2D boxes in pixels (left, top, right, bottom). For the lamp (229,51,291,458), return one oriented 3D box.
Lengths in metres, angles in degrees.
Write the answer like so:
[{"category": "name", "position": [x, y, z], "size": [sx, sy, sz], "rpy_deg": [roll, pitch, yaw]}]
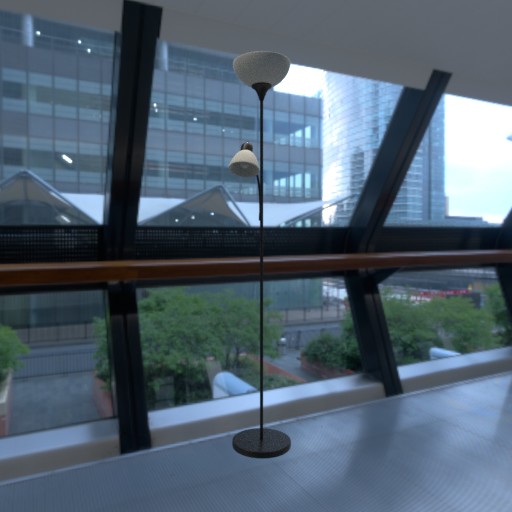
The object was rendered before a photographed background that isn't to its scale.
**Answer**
[{"category": "lamp", "position": [0.000, 0.000, 2.015], "size": [0.279, 1.804, 0.442], "rpy_deg": [0, 1, 18]}]
